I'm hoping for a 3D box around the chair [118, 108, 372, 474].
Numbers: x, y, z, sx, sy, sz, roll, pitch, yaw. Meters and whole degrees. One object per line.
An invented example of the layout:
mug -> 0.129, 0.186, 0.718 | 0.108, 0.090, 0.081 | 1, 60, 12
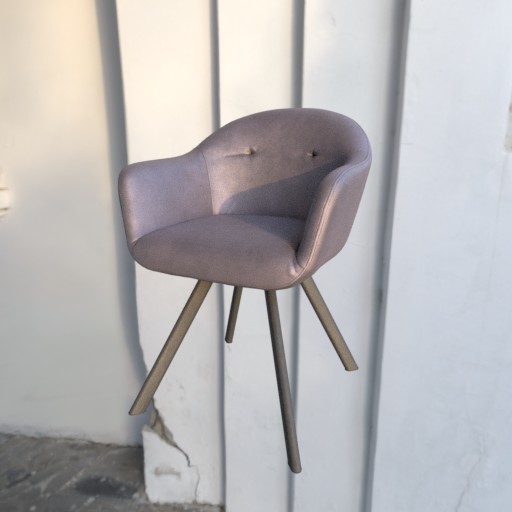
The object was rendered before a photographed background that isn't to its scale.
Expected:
chair -> 0.000, 0.000, 1.185 | 0.567, 0.781, 0.544 | 7, 17, 26
